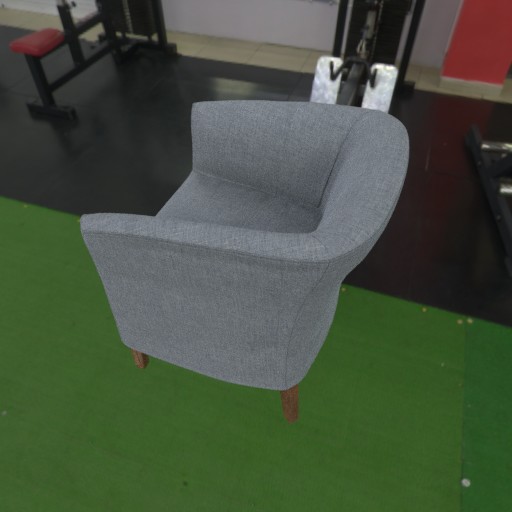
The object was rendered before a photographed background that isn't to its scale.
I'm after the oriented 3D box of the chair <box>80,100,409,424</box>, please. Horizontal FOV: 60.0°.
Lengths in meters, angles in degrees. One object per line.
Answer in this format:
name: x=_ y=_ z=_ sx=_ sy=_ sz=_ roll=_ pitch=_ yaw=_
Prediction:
chair: x=0.000 y=0.000 z=1.277 sx=0.668 sy=0.771 sz=0.600 roll=16 pitch=49 yaw=14
